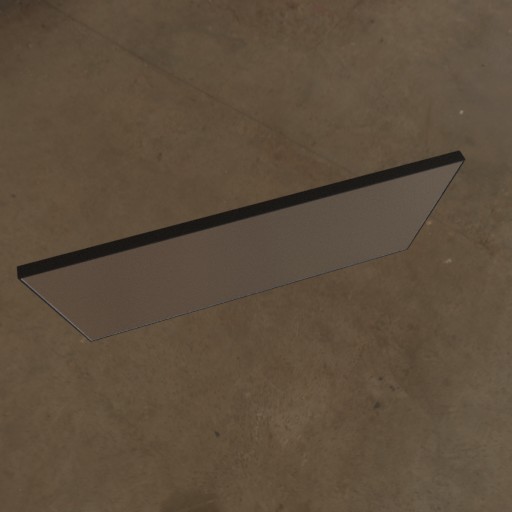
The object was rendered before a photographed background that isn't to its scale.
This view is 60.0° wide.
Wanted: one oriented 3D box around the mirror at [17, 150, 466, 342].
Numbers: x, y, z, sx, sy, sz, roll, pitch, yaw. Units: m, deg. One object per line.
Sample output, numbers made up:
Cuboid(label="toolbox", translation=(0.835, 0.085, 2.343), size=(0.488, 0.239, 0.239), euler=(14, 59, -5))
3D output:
Cuboid(label="mirror", translation=(0.000, 0.000, 1.817), size=(1.584, 0.692, 0.047), euler=(-16, 64, -8))
